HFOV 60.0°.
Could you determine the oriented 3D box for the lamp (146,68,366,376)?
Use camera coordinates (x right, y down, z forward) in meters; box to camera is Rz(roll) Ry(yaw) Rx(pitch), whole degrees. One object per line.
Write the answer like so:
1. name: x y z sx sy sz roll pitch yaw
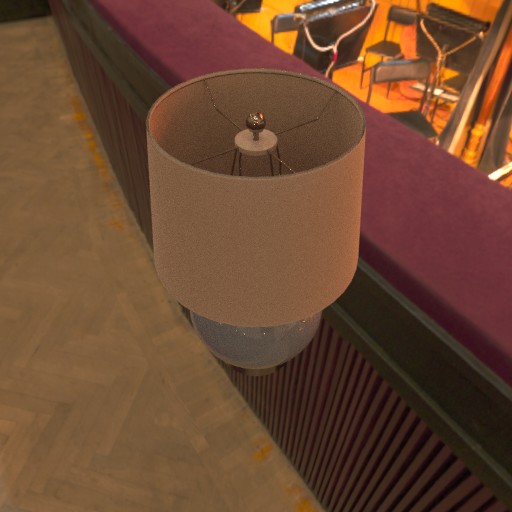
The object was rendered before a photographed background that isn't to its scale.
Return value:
1. lamp: 0.000 0.000 0.558 0.247 0.387 0.247 0 46 0
